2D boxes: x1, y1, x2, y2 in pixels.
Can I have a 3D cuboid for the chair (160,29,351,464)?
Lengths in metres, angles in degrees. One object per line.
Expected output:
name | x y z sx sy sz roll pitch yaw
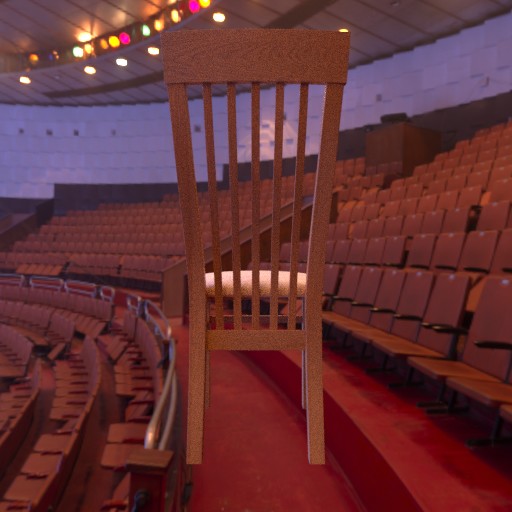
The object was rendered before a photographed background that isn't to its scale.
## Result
chair | 0.000 0.000 1.312 0.450 1.050 0.580 0 -1 0
